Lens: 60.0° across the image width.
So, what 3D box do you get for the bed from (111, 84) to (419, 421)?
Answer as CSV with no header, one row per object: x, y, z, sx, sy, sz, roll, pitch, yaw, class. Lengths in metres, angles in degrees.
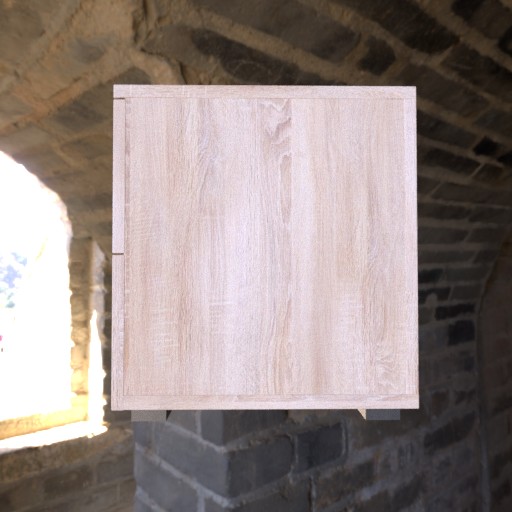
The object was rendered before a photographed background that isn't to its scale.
0.000,0.000,0.784,0.401,0.420,0.460,0,-1,-1,bed
